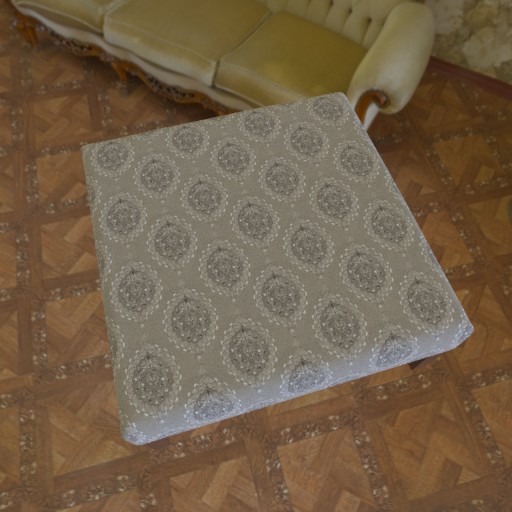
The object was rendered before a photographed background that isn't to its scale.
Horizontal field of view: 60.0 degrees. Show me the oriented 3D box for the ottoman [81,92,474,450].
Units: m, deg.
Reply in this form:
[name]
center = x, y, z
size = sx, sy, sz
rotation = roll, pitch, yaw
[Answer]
[ottoman]
center = 0.000, 0.000, 1.378
size = 0.889, 0.411, 0.890
rotation = -14, 63, -8
